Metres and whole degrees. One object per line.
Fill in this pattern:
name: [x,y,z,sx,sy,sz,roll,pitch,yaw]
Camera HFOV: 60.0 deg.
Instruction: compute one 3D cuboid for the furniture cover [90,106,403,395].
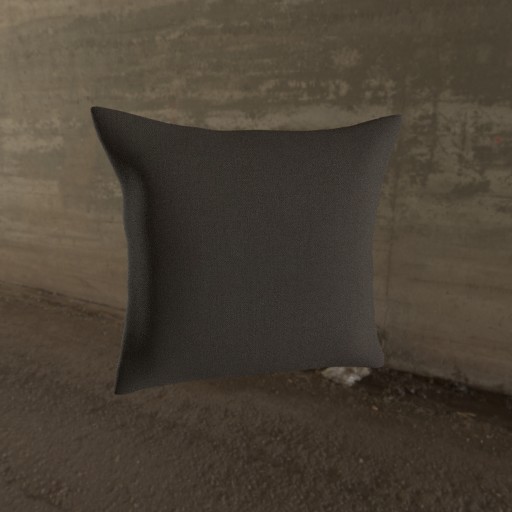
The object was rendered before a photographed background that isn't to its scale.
furniture cover: [0.000,0.000,0.788,0.525,0.498,0.180,-3,15,-10]
